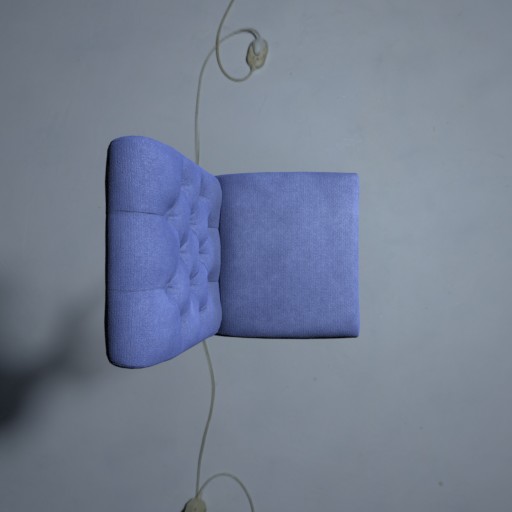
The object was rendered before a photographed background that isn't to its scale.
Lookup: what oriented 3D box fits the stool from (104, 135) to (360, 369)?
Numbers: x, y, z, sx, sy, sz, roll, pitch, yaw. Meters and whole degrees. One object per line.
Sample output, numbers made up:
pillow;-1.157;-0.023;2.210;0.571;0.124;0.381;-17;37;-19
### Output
stool;0.000;0.000;1.425;0.601;1.140;0.493;0;89;1
